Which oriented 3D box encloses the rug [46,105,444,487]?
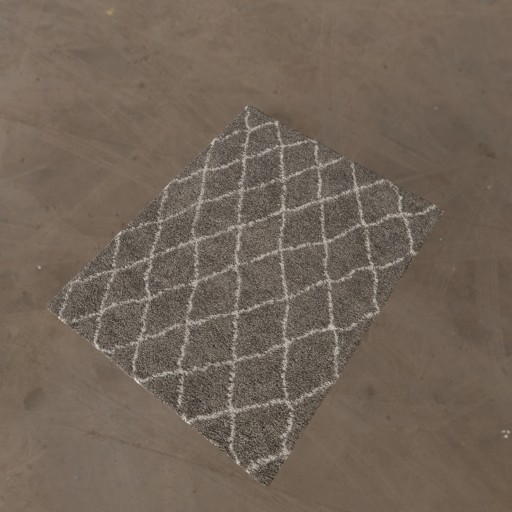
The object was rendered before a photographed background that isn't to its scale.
[{"bbox_3d":[0.000,0.000,4.186,2.438,0.029,3.047,33,67,16],"label":"rug"}]
